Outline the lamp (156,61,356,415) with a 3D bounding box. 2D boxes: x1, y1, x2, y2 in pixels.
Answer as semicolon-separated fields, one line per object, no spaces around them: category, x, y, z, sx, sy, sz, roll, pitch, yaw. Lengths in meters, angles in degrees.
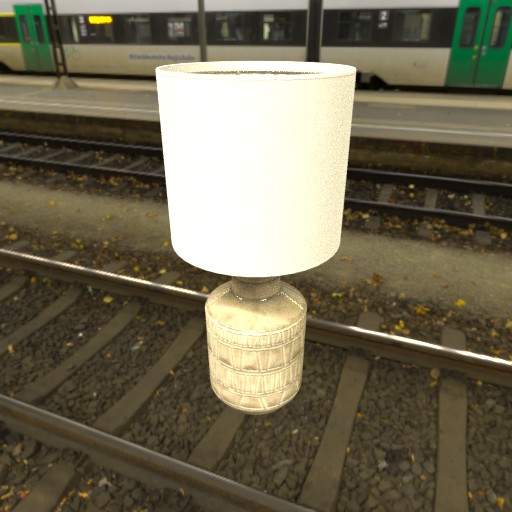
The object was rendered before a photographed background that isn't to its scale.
lamp;0.000;0.000;0.579;0.211;0.455;0.211;0;27;1
